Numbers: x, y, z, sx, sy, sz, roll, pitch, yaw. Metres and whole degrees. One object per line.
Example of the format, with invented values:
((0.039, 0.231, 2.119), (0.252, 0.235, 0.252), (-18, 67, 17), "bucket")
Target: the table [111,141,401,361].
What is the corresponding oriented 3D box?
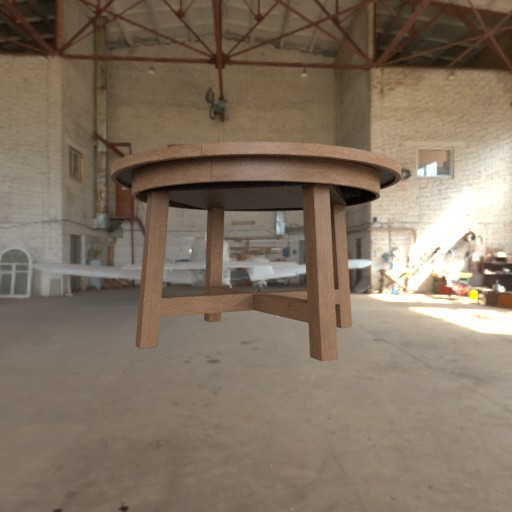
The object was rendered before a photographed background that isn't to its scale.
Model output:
((0.000, 0.000, 2.120), (1.319, 0.762, 1.319), (0, 0, 0), "table")
